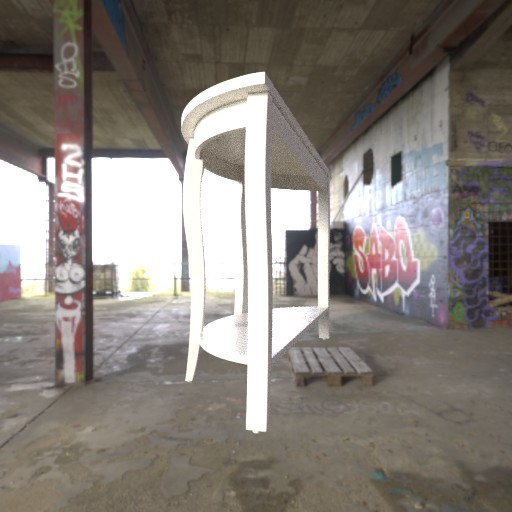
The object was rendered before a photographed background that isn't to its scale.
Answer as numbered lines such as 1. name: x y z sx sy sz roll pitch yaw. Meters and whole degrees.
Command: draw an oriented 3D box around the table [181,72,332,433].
1. table: 0.000 0.000 1.578 0.394 0.780 1.219 0 0 16
